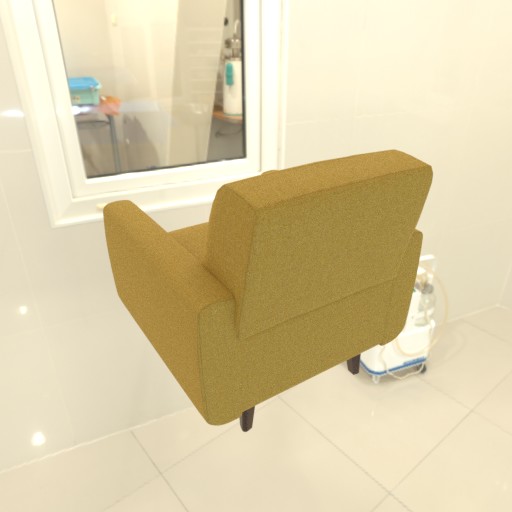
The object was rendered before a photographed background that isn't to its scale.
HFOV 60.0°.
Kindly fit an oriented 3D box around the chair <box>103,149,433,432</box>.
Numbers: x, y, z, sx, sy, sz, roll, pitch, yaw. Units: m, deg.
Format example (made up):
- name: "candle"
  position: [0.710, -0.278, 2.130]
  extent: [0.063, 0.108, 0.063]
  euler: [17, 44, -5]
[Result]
- name: "chair"
  position: [0.000, 0.000, 1.585]
  extent: [0.831, 0.841, 0.909]
  euler: [-17, 33, -28]
